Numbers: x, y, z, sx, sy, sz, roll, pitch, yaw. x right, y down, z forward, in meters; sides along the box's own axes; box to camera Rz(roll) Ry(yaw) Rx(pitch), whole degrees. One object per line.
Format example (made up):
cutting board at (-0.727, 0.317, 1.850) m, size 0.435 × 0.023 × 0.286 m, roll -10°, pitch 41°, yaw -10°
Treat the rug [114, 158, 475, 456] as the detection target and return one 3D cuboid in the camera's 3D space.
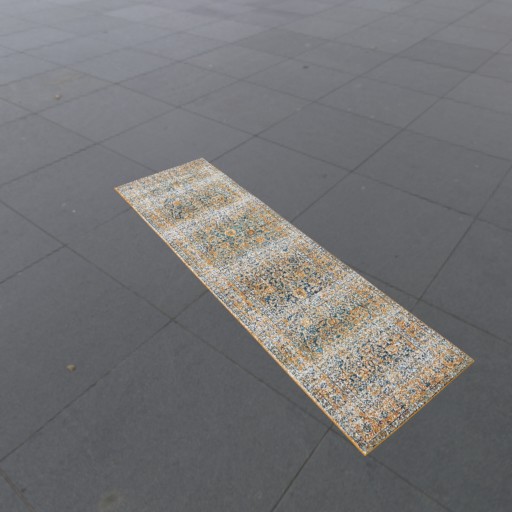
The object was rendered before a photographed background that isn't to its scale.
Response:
rug at (0.000, 0.000, 2.490) m, size 0.704 × 0.014 × 2.294 m, roll -26°, pitch 48°, yaw -27°
